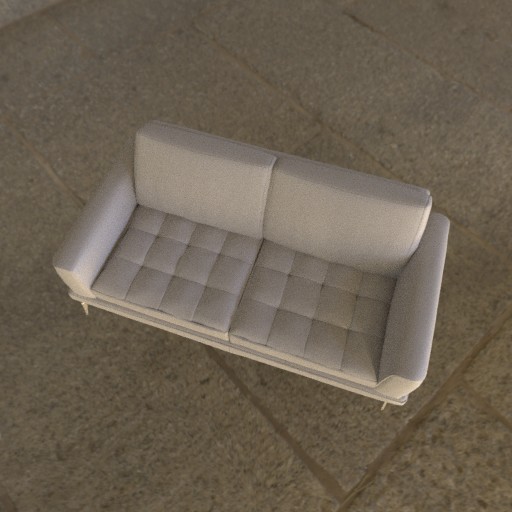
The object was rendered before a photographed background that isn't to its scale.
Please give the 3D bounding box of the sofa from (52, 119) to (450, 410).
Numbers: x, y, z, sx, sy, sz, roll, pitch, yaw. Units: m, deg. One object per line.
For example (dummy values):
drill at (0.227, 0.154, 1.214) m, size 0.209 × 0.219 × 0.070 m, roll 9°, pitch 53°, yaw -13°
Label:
sofa at (0.000, 0.000, 2.716) m, size 2.177 × 0.930 × 1.121 m, roll 16°, pitch 62°, yaw 9°
